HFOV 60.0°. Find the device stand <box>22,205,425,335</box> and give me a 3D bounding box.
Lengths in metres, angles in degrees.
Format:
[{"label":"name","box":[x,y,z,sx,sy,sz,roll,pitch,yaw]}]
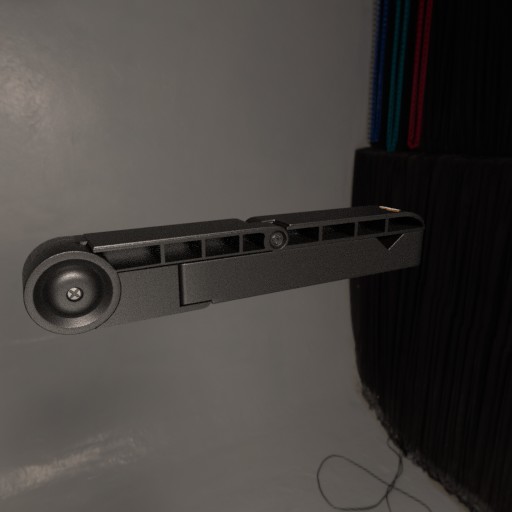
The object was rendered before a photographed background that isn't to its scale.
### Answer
[{"label":"device stand","box":[0.000,0.000,0.191,0.179,0.030,0.026,-8,18,-27]}]
